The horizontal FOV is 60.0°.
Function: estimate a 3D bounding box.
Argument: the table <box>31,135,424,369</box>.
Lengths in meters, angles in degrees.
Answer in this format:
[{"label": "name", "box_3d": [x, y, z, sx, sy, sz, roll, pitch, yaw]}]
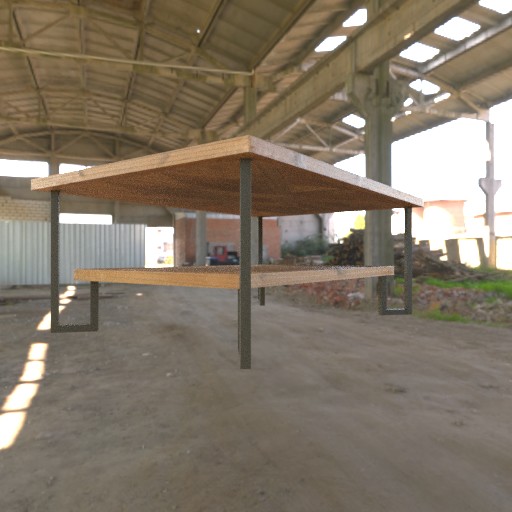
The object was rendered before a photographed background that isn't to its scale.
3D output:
[{"label": "table", "box_3d": [0.000, 0.000, 1.654, 0.877, 0.492, 1.238, 0, 0, 36]}]
